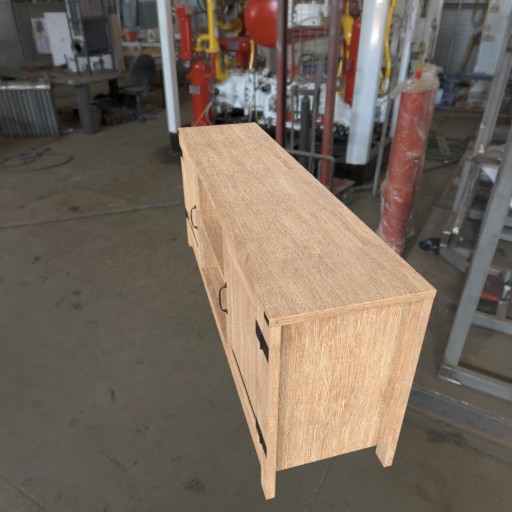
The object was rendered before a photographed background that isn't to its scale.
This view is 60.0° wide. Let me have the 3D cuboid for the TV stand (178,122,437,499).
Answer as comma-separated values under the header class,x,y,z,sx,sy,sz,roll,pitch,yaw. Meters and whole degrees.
class,x,y,z,sx,sy,sz,roll,pitch,yaw
TV stand,0.000,0.000,1.665,0.398,0.610,1.466,-8,32,-13
